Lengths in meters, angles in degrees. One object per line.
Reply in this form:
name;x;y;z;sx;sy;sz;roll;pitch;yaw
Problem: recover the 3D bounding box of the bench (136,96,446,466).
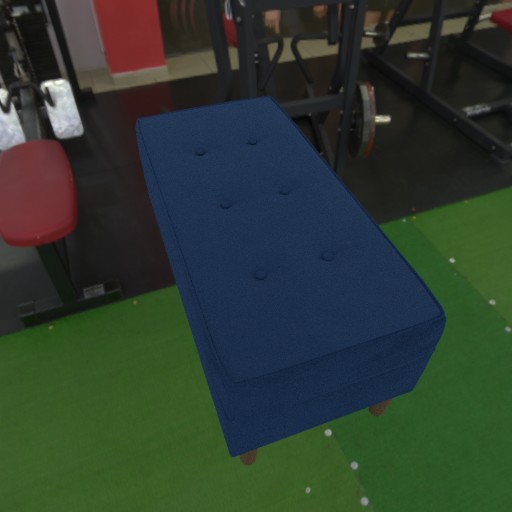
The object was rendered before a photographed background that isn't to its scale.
bench;0.000;0.000;1.309;0.489;0.467;1.010;-15;48;-14
